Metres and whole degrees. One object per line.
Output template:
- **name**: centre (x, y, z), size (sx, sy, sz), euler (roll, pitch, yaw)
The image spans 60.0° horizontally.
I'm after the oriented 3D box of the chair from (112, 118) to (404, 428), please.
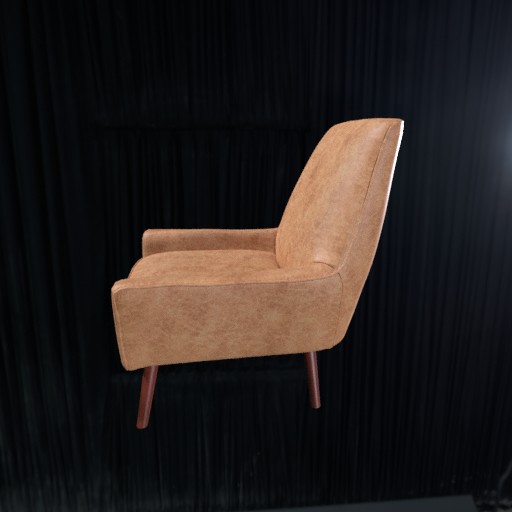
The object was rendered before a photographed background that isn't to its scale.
- **chair**: centre (0.000, 0.000, 1.496), size (0.851, 0.883, 0.753), euler (-2, 14, -7)
